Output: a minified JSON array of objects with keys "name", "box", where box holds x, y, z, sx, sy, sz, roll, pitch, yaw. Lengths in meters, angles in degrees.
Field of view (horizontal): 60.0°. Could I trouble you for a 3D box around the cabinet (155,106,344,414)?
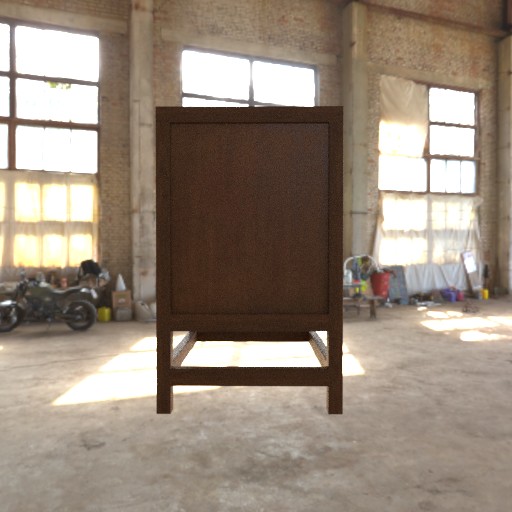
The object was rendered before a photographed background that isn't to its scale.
[{"name":"cabinet","box":[0.000,0.000,2.032,0.522,0.820,1.708,0,1,0]}]
